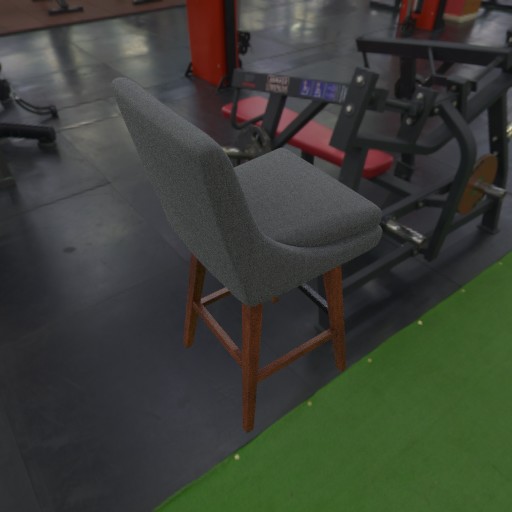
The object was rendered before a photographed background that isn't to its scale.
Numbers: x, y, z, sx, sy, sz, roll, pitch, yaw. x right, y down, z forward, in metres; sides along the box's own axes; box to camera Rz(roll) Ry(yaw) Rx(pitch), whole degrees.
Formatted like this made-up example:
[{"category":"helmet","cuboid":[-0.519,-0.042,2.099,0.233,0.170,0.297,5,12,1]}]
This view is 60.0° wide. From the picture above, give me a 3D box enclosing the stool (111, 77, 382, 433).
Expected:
[{"category":"stool","cuboid":[0.000,0.000,1.249,0.524,0.977,0.447,-24,46,-26]}]
